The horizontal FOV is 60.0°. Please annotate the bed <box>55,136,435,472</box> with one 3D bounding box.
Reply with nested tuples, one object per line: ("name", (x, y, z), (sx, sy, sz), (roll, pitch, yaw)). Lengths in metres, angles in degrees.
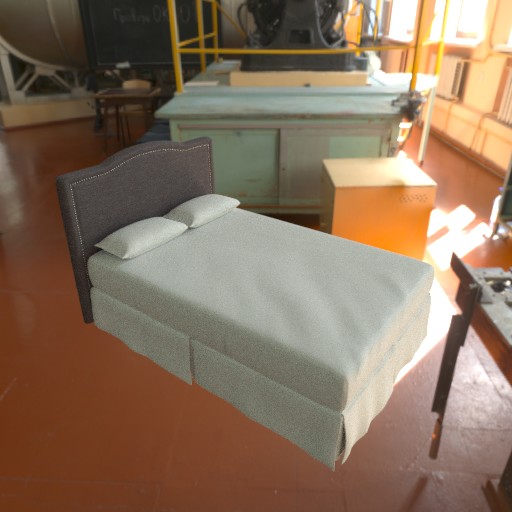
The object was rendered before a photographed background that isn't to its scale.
("bed", (0.000, 0.000, 3.532), (2.507, 1.441, 1.741), (19, 33, 32))
